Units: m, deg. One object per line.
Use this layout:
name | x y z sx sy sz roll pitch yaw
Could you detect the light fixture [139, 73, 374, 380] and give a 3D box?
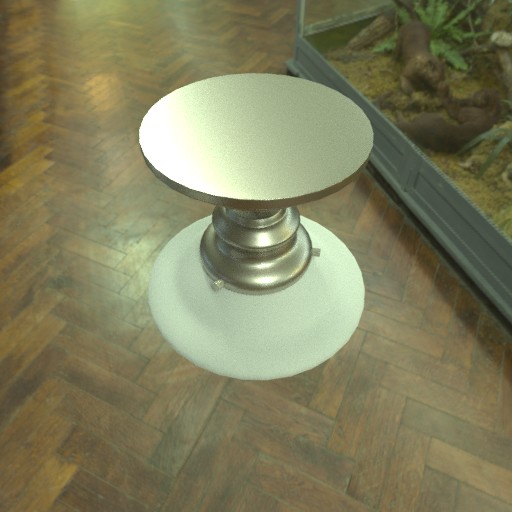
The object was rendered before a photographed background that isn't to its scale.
light fixture | 0.000 0.000 0.385 0.199 0.254 0.199 0 47 0
